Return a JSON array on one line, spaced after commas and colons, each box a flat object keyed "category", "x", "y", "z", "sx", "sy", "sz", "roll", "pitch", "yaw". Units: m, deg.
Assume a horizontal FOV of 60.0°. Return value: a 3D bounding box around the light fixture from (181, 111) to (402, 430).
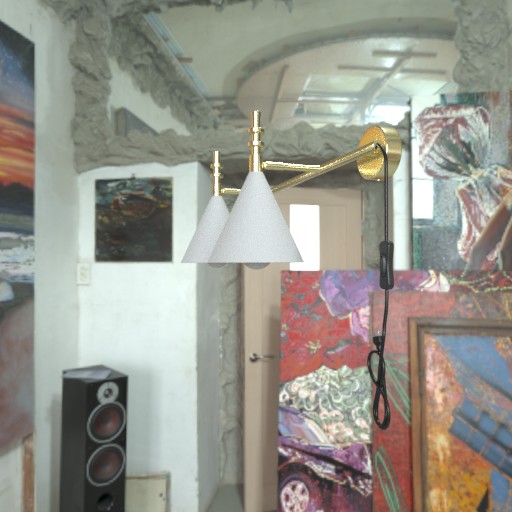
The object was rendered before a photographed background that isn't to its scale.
[{"category": "light fixture", "x": 0.000, "y": 0.000, "z": 0.853, "sx": 0.239, "sy": 0.468, "sz": 0.642, "roll": 0, "pitch": -1, "yaw": -19}]
